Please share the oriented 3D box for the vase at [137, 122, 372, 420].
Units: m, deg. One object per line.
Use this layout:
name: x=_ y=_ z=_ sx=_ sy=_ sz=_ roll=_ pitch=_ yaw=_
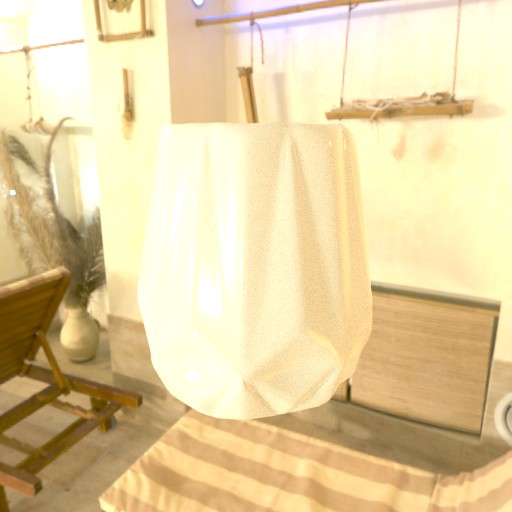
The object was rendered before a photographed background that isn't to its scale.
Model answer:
vase: x=0.000 y=0.000 z=0.266 sx=0.141 sy=0.152 sz=0.141 roll=0 pitch=15 yaw=0
